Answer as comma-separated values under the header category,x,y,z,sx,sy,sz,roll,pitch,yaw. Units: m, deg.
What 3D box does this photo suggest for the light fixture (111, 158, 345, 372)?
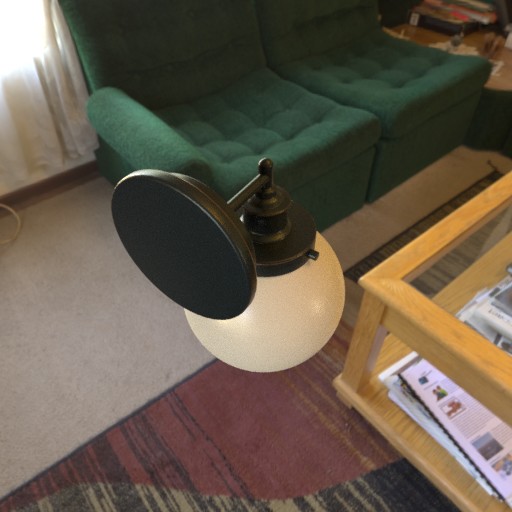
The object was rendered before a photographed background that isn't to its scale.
category,x,y,z,sx,sy,sz,roll,pitch,yaw
light fixture,0.000,0.000,0.484,0.197,0.332,0.230,25,50,23
